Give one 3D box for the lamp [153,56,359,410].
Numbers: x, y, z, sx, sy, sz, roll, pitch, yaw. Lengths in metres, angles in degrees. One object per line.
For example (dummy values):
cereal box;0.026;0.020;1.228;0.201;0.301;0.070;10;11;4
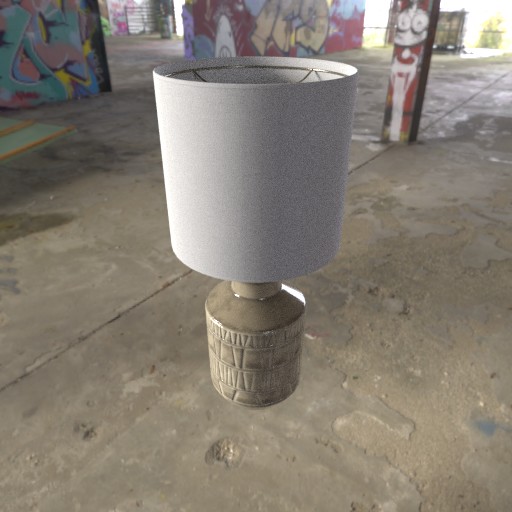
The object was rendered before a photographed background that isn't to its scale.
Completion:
lamp;0.000;0.000;0.577;0.211;0.455;0.211;-18;35;-29
